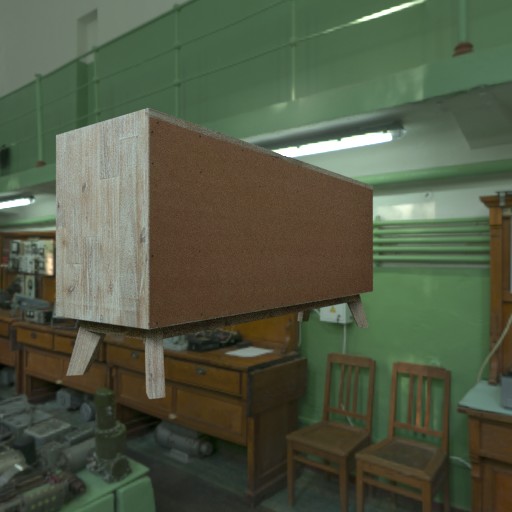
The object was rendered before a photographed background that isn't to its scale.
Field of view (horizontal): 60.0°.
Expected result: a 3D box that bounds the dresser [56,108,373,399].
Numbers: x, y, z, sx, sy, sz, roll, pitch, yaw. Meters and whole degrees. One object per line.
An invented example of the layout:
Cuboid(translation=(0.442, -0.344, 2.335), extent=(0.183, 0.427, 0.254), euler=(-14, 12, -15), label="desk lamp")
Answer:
Cuboid(translation=(0.000, 0.000, 1.964), extent=(0.455, 0.788, 1.602), euler=(0, 0, 36), label="dresser")
